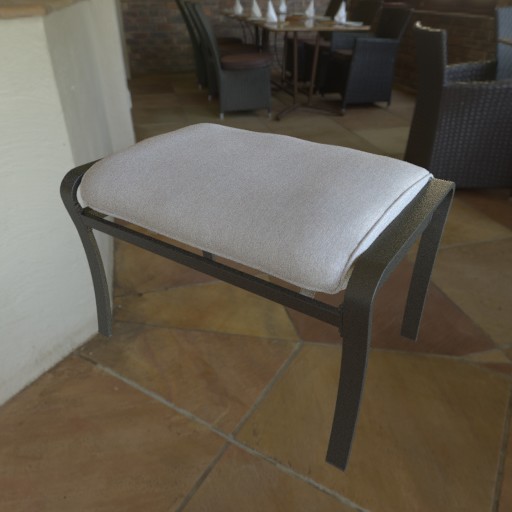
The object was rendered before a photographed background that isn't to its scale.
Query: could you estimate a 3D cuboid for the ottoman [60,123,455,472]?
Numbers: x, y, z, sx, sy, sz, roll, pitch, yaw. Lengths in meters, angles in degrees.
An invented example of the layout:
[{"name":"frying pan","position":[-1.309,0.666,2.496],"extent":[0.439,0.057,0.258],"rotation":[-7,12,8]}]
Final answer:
[{"name":"ottoman","position":[0.000,0.000,0.892],"extent":[0.610,0.422,0.406],"rotation":[19,36,29]}]
